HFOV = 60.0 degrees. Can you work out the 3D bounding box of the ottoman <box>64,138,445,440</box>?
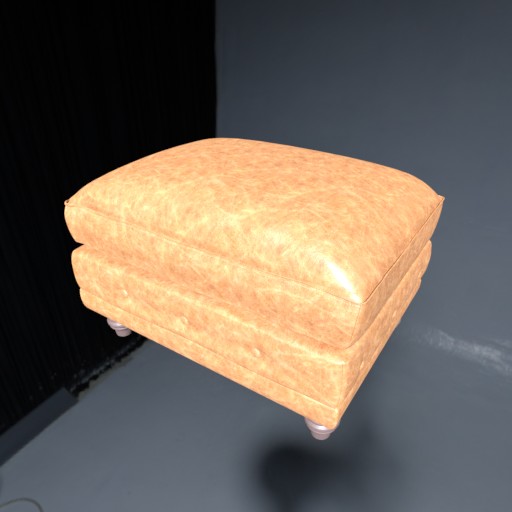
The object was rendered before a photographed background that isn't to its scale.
[{"bbox_3d":[0.000,0.000,1.069,0.710,0.480,0.533,18,34,28],"label":"ottoman"}]
